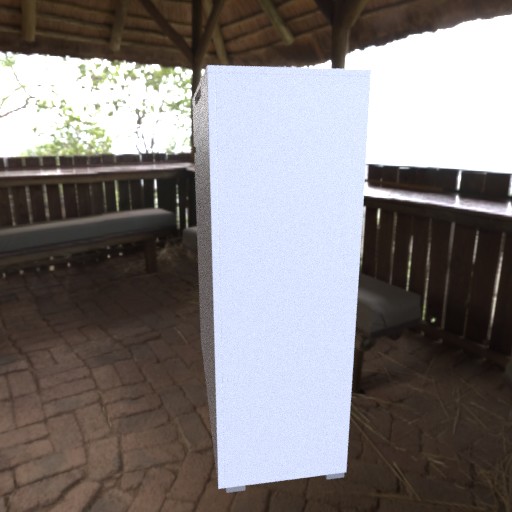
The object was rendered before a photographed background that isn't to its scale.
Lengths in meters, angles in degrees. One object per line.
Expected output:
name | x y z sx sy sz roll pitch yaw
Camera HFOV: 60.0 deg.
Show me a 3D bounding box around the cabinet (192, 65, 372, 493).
cabinet | 0.000 0.000 1.676 0.400 1.190 1.000 -3 15 -9
